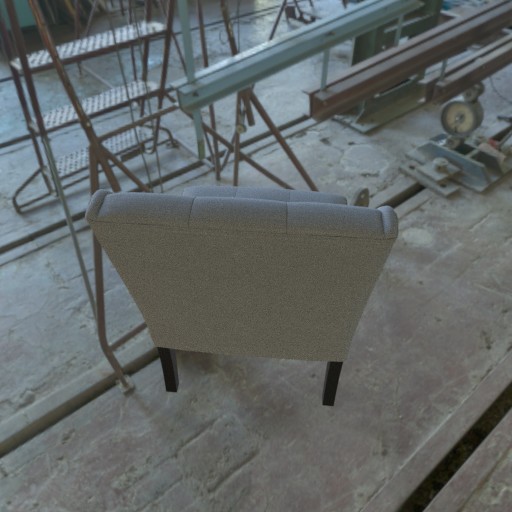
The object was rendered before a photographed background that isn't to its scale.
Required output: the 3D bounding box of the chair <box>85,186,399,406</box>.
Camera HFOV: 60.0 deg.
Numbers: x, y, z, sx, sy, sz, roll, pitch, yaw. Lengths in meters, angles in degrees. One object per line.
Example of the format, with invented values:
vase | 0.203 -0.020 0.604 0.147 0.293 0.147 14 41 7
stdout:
chair | 0.000 0.000 1.287 0.569 0.853 0.676 4 46 4
